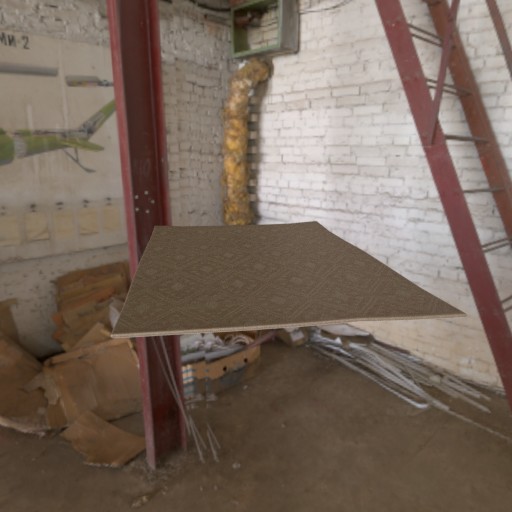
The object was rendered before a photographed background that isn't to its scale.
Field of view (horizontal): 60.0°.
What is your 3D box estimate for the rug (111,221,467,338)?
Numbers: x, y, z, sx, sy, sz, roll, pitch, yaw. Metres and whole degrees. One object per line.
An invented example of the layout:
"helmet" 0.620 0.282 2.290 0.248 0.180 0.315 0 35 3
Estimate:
"rug" 0.000 0.000 3.037 1.553 0.053 2.430 -2 14 -8
